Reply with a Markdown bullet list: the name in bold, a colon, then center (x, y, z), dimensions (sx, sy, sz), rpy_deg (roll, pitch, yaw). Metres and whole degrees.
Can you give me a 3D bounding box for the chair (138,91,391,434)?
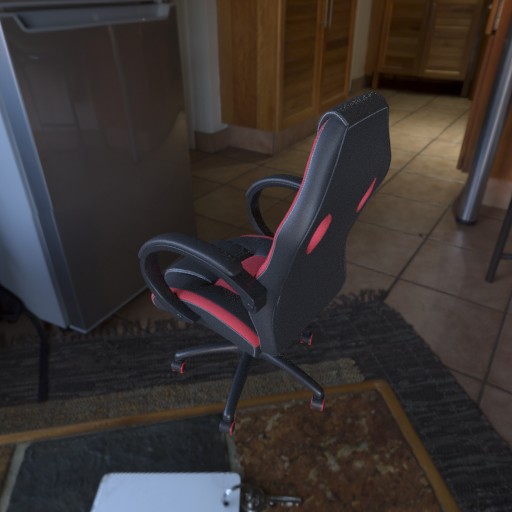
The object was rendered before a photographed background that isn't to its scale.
- **chair**: center (0.000, 0.000, 1.607), dimensions (0.724, 1.187, 0.673), rpy_deg (21, 38, 30)
